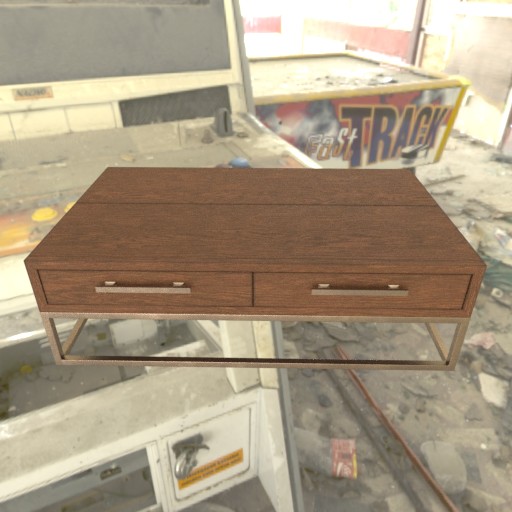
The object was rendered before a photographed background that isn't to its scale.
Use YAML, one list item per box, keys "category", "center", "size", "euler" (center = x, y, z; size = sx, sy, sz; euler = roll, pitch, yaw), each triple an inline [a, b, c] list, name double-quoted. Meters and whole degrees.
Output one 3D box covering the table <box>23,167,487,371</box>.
- category: "table"
  center: [0.000, 0.000, 1.495]
  size: [1.167, 0.361, 0.719]
  euler: [1, 31, 1]
